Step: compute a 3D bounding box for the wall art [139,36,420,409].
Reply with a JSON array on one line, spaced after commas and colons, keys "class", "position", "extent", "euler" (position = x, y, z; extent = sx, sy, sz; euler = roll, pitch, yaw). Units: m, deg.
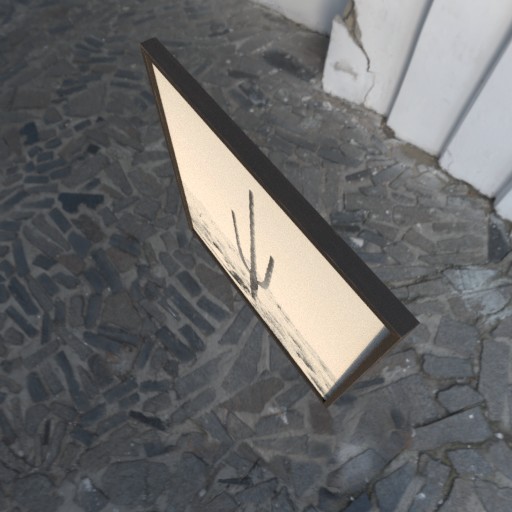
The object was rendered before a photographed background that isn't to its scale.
[{"class": "wall art", "position": [0.000, 0.000, 1.118], "extent": [0.038, 0.762, 0.762], "euler": [-33, 68, -15]}]
